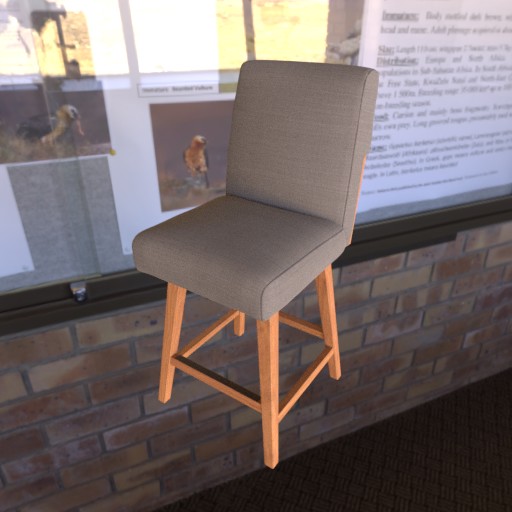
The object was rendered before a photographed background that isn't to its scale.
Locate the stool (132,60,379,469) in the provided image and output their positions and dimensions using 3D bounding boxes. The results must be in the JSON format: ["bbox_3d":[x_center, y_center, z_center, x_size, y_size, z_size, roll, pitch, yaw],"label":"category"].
[{"bbox_3d":[0.000,0.000,1.308,0.459,1.019,0.570,18,34,30],"label":"stool"}]
